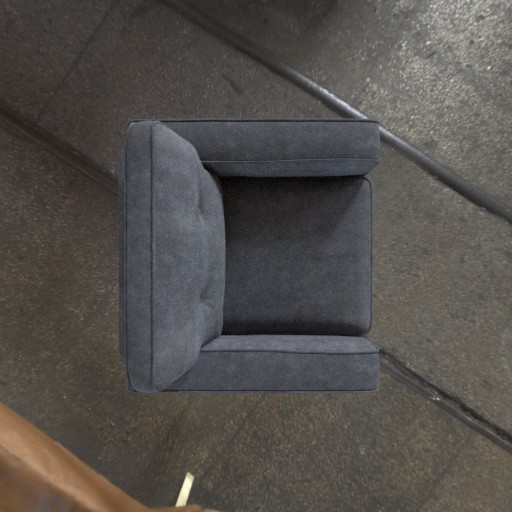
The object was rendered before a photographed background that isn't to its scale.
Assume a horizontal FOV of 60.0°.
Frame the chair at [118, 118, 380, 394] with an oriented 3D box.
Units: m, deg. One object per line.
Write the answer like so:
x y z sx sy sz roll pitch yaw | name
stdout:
0.000 0.000 1.769 0.939 0.965 1.015 0 90 0 | chair
